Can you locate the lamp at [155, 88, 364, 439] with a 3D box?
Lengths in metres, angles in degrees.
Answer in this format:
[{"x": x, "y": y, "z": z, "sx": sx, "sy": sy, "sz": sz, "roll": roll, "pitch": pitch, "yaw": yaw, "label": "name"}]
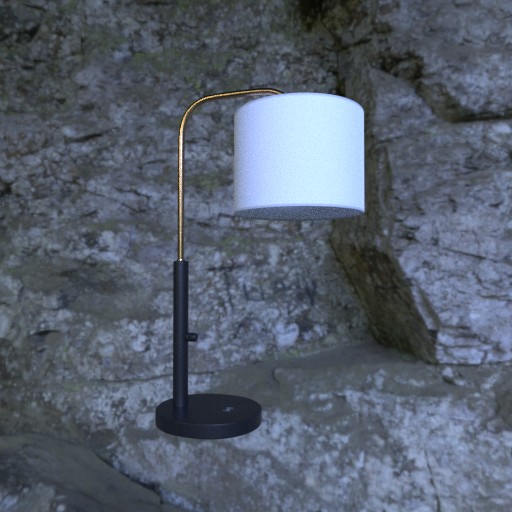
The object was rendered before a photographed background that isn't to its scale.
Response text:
[{"x": 0.000, "y": 0.000, "z": 0.709, "sx": 0.337, "sy": 0.540, "sz": 0.199, "roll": 0, "pitch": -1, "yaw": 18, "label": "lamp"}]
